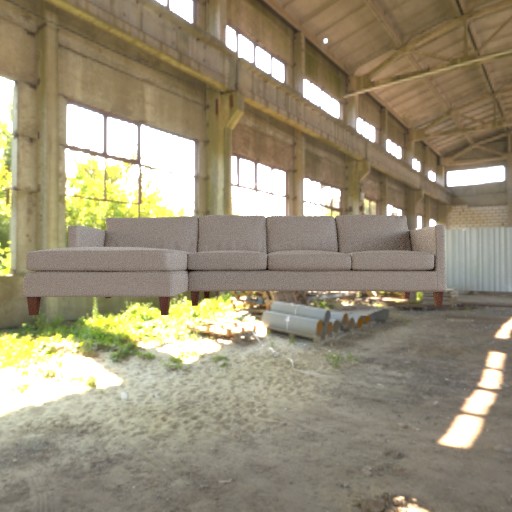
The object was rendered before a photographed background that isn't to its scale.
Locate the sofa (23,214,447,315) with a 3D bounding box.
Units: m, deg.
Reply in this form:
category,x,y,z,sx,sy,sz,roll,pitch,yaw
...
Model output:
category,x,y,z,sx,sy,sz,roll,pitch,yaw
sofa,0.000,0.000,3.821,3.186,0.846,1.625,0,-1,1
